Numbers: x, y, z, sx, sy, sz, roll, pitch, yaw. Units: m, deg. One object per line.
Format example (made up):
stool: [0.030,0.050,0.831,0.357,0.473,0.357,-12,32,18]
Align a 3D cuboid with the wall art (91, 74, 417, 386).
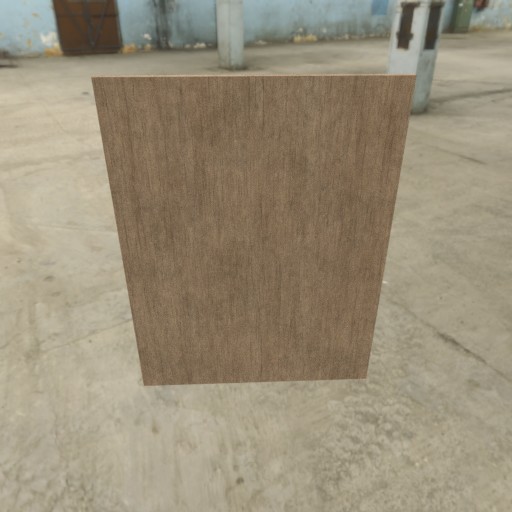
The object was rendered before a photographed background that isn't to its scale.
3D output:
wall art: [0.000,0.000,0.902,0.534,0.686,0.018,-1,29,-2]
